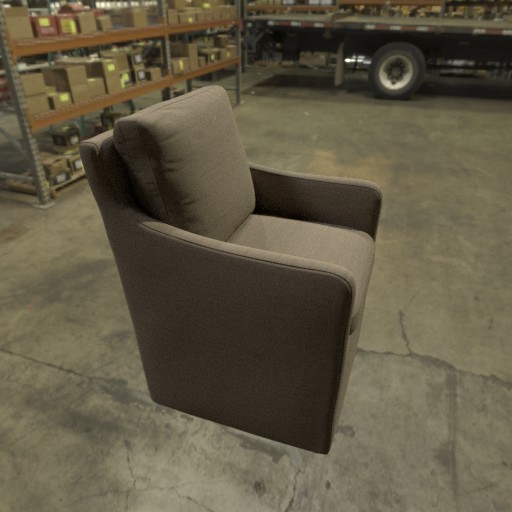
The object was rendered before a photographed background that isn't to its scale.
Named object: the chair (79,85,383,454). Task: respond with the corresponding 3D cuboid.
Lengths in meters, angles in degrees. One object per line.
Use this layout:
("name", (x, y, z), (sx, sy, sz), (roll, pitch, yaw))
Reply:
("chair", (0.000, 0.000, 1.376), (0.694, 0.914, 0.626), (11, 32, 17))
